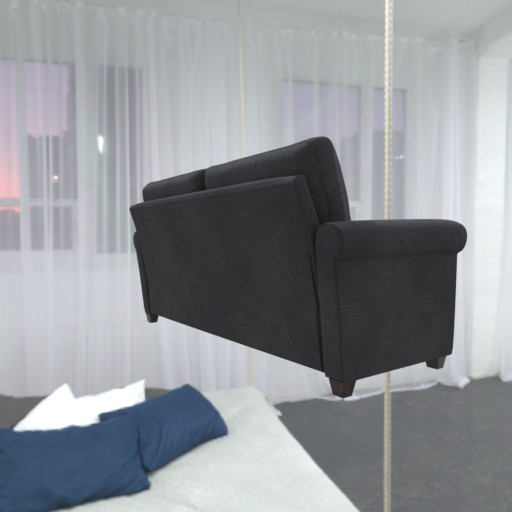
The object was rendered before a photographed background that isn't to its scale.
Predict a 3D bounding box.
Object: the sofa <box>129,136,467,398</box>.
[{"bbox_3d":[0.000,0.000,2.431,0.842,0.942,1.935,-1,3,-35],"label":"sofa"}]
